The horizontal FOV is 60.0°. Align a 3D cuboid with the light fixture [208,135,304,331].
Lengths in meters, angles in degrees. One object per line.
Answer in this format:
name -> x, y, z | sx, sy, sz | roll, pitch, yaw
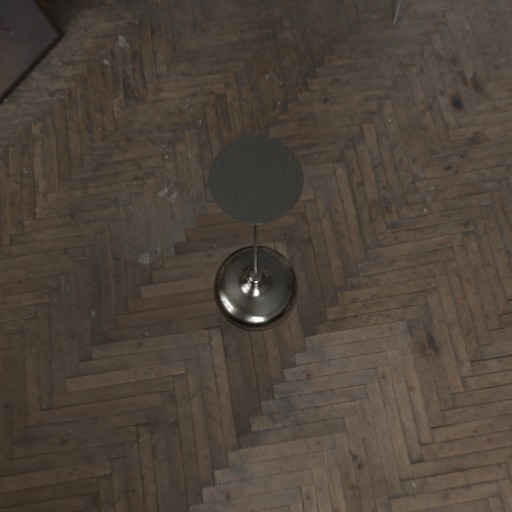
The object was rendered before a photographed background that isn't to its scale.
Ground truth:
light fixture -> 0.000, 0.000, 1.111 | 0.299, 0.935, 0.299 | -3, 76, -1
